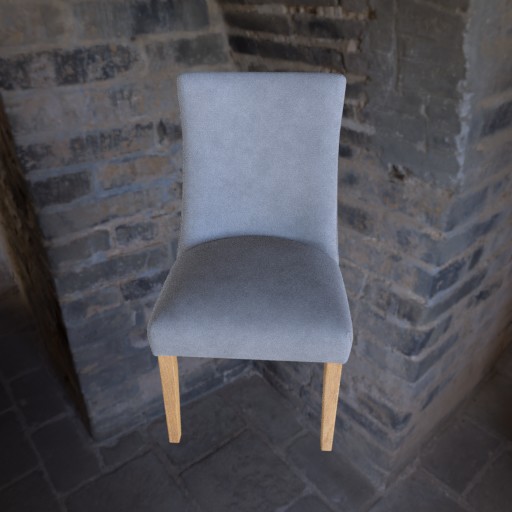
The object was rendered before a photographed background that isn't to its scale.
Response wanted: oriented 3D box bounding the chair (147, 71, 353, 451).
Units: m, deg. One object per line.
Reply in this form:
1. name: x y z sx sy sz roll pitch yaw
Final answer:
1. chair: 0.000 0.000 1.257 0.495 0.902 0.610 2 30 3
